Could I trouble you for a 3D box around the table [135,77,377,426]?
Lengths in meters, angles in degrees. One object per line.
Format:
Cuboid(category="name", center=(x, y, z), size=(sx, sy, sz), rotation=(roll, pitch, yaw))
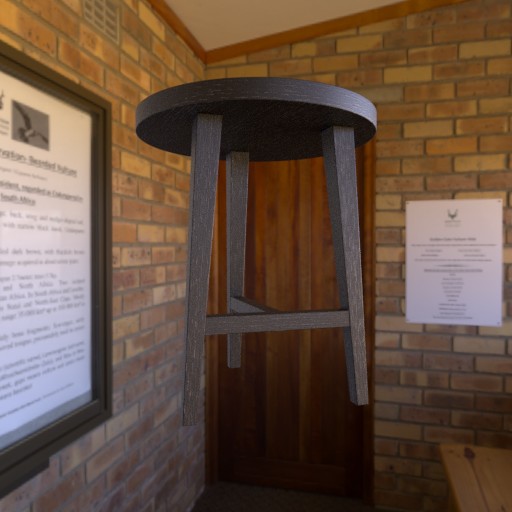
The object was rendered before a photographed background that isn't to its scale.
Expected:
Cuboid(category="table", center=(0.000, 0.000, 0.763), size=(0.399, 0.460, 0.399), rotation=(0, 1, 0))
